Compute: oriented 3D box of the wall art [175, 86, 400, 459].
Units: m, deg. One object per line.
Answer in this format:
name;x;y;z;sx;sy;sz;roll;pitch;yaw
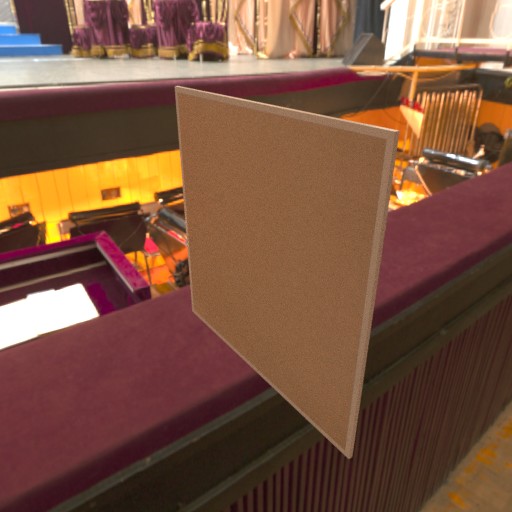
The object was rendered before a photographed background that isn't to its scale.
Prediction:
wall art;0.000;0.000;1.223;0.012;0.809;0.809;-18;32;-32
